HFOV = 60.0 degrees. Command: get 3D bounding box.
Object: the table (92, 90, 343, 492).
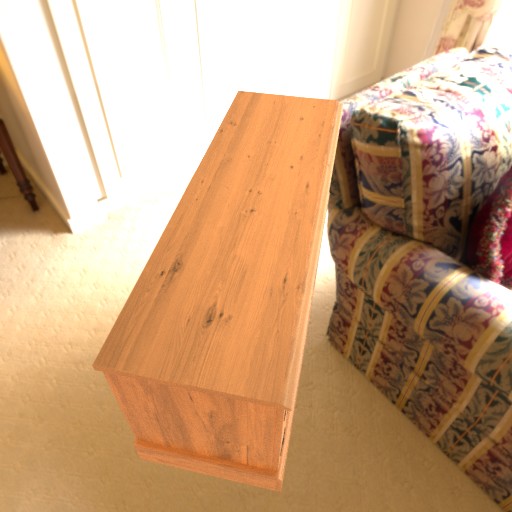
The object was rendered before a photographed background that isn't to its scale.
[{"bbox_3d":[0.000,0.000,1.435,0.400,0.510,1.200,9,47,8],"label":"table"}]
